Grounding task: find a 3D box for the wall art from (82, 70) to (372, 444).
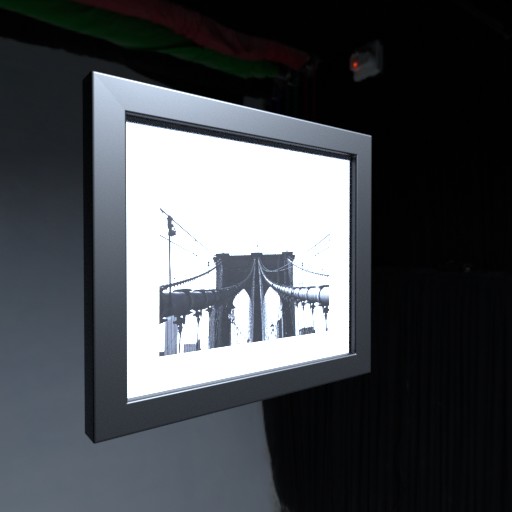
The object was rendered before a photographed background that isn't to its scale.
[{"bbox_3d":[0.000,0.000,0.516,0.380,0.330,0.028,-1,1,-37],"label":"wall art"}]
